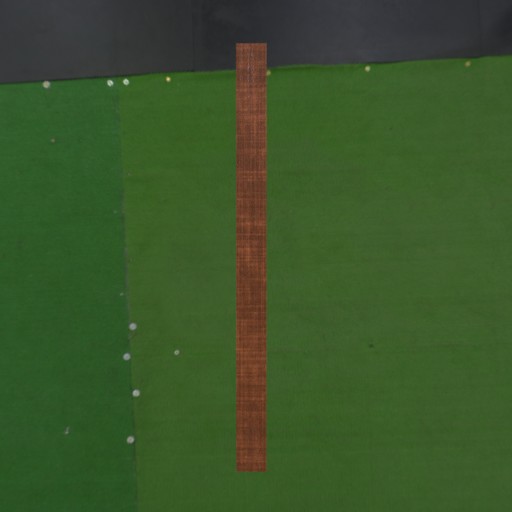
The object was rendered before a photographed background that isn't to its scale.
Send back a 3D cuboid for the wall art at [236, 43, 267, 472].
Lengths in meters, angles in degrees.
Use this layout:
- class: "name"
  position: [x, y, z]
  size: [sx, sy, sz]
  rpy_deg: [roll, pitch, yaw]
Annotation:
- class: "wall art"
  position: [0.000, 0.000, 0.767]
  size: [0.033, 0.567, 0.467]
  rpy_deg: [0, 91, 1]
